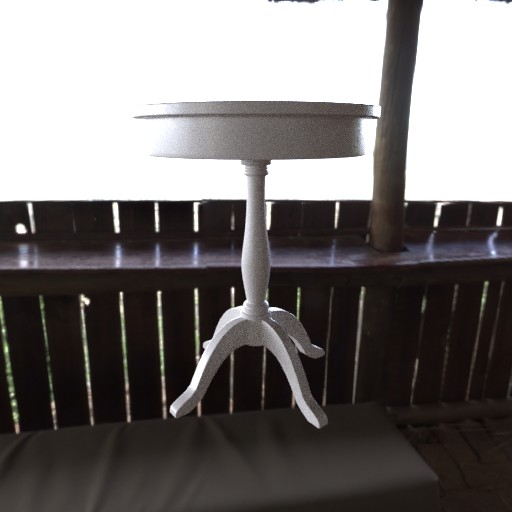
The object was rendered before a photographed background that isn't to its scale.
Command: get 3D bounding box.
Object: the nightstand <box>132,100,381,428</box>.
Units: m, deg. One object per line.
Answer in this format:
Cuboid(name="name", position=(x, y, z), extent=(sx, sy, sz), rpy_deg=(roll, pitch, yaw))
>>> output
Cuboid(name="nightstand", position=(0.000, 0.000, 1.031), extent=(0.513, 0.653, 0.513), rpy_deg=(-8, 18, -28))
